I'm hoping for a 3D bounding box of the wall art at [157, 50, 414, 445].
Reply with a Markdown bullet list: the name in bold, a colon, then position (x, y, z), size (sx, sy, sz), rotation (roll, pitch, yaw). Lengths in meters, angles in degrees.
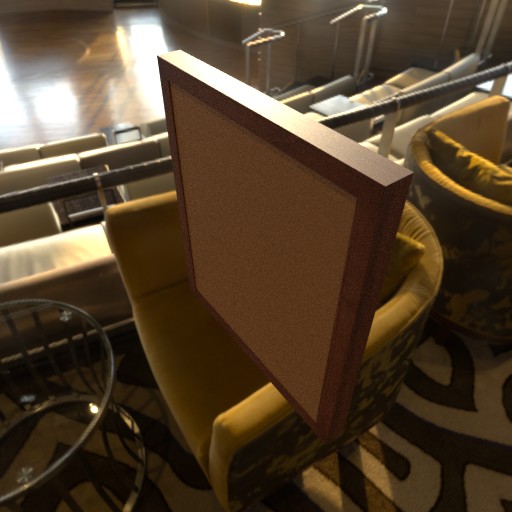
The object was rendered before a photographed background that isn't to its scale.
- **wall art**: position (0.000, 0.000, 0.531), size (0.030, 0.381, 0.330), rotation (-27, 48, -26)
